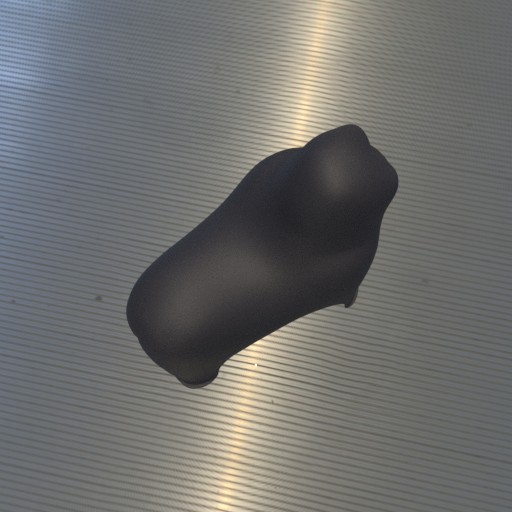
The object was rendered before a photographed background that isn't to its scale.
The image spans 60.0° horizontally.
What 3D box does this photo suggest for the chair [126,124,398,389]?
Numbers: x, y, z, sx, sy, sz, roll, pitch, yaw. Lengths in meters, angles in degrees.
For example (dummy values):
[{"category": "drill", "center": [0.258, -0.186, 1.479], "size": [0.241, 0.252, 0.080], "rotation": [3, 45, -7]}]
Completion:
[{"category": "chair", "center": [0.000, 0.000, 1.144], "size": [0.758, 0.600, 0.490], "rotation": [-33, 78, -8]}]
